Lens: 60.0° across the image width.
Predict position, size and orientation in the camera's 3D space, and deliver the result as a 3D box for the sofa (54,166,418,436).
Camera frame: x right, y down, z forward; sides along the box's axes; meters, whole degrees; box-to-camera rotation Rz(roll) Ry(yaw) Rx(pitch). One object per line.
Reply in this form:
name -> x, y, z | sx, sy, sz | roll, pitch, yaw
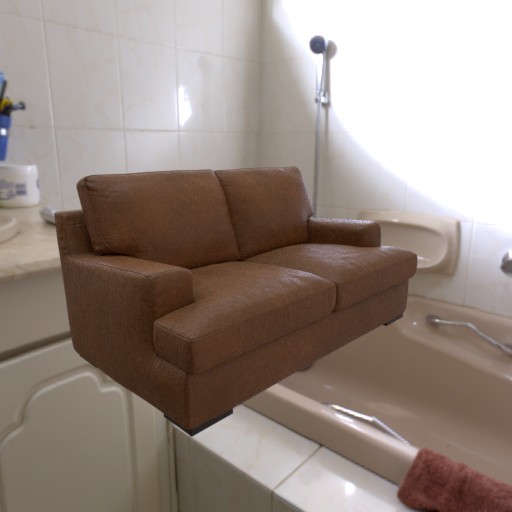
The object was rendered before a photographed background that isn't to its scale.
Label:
sofa -> 0.000, 0.000, 2.558 | 1.144, 0.966, 1.880 | 13, 19, 43
